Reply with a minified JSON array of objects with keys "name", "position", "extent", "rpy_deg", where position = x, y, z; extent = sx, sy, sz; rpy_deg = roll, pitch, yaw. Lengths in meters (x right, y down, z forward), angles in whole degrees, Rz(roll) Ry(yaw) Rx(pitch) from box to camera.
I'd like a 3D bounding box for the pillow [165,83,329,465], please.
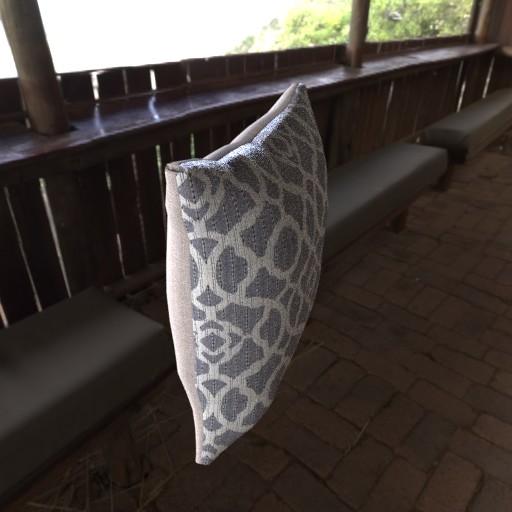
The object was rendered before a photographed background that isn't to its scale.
[{"name":"pillow","position":[0.000,0.000,0.784],"extent":[0.215,0.498,0.508],"rpy_deg":[10,33,17]}]
